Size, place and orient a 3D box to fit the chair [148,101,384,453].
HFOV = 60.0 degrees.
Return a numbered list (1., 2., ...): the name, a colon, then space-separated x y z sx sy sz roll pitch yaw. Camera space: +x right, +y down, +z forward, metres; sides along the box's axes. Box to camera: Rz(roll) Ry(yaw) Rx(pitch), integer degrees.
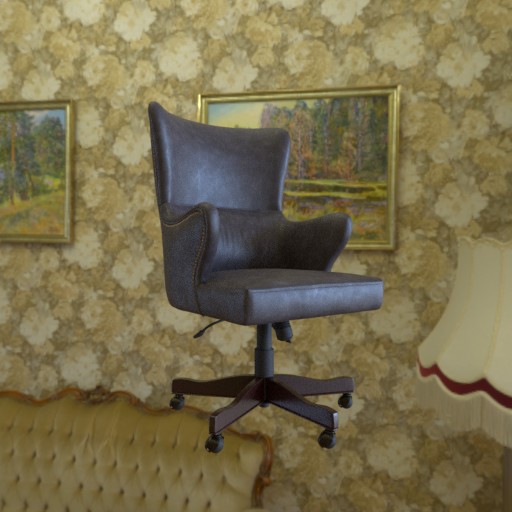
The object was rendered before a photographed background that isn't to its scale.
1. chair: 0.000 0.000 1.464 0.594 1.037 0.717 -1 1 -37
